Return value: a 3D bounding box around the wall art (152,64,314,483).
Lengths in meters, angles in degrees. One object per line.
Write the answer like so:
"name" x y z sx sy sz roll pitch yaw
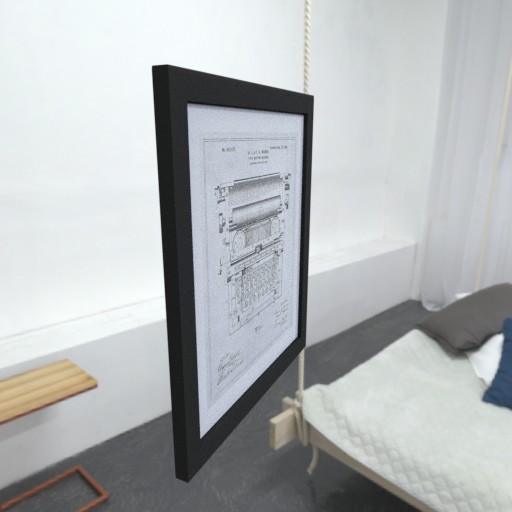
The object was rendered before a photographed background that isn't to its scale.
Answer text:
"wall art" 0.000 0.000 0.702 0.021 0.508 0.432 8 17 26
